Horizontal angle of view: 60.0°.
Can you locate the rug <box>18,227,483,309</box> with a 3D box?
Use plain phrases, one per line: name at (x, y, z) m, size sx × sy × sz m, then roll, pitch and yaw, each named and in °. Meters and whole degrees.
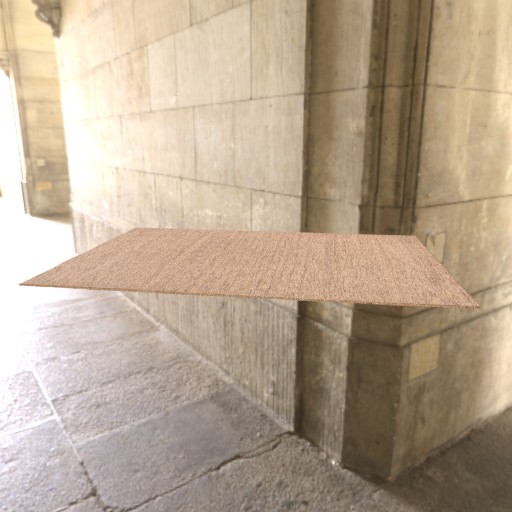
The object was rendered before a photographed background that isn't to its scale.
rug at (0.000, 0.000, 2.318) m, size 1.840 × 0.013 × 1.225 m, roll 2°, pitch 15°, yaw 8°
